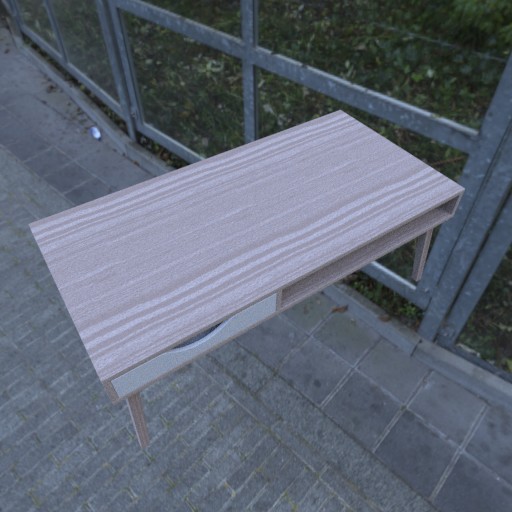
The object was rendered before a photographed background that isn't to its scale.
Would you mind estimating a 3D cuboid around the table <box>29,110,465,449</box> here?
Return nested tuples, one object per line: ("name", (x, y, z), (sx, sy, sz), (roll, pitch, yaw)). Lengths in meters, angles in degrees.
("table", (0.000, 0.000, 1.515), (1.200, 0.450, 0.600), (-26, 52, -22))
